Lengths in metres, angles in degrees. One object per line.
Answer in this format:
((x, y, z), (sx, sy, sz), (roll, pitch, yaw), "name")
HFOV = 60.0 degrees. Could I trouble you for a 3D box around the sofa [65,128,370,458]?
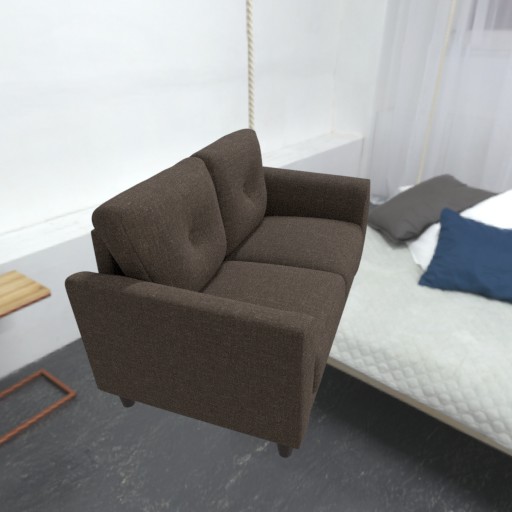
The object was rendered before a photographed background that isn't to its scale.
((0.000, 0.000, 2.010), (0.851, 0.885, 1.423), (10, 30, 18), "sofa")
